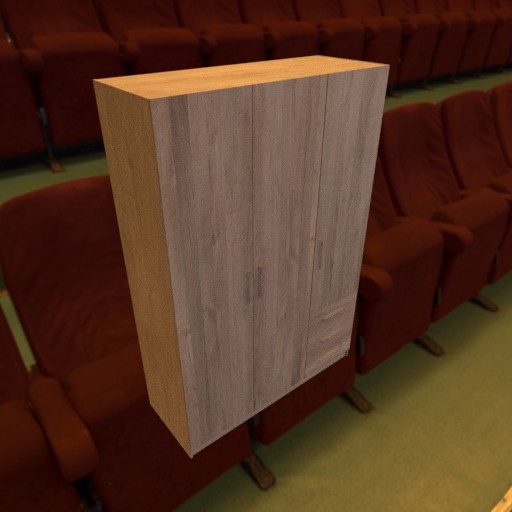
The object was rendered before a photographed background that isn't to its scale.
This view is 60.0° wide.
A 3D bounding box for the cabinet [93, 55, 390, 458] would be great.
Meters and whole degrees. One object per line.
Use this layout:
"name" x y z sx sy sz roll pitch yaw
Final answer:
"cabinet" 0.000 0.000 2.463 1.290 1.910 0.510 -22 37 -33
